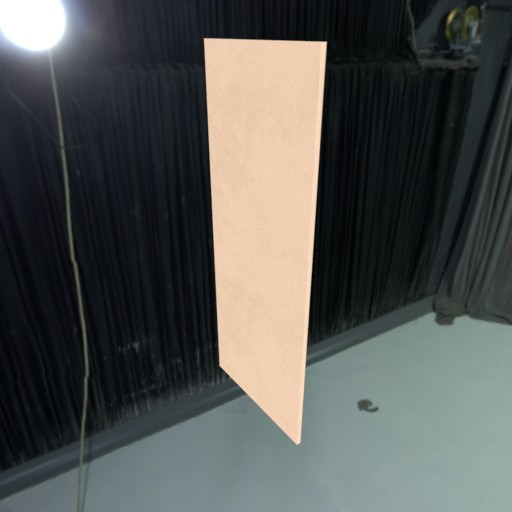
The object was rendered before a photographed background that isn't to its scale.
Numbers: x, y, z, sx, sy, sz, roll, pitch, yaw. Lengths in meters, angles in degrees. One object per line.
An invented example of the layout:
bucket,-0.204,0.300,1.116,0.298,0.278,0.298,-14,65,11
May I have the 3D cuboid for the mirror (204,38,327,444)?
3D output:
mirror,0.000,0.000,2.316,0.026,2.031,0.812,-18,32,-32
